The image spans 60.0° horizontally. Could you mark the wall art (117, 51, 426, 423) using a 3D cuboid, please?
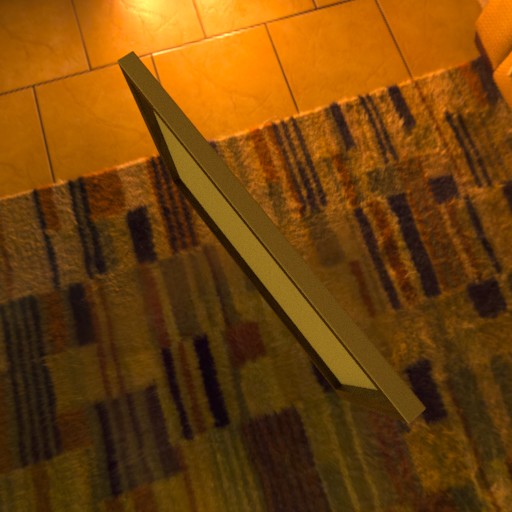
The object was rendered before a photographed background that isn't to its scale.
[{"bbox_3d":[0.000,0.000,1.432,0.051,0.761,1.138,-37,79,-9],"label":"wall art"}]
